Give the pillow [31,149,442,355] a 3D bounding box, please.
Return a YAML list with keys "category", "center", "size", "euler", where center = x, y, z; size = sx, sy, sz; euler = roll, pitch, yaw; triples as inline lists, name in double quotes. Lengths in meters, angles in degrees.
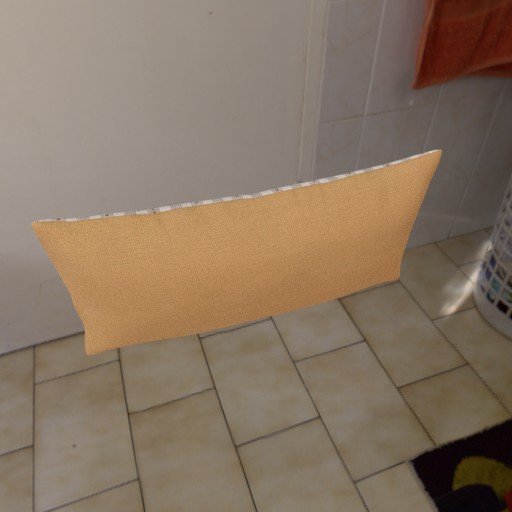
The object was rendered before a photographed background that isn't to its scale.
- category: "pillow"
  center: [0.000, 0.000, 0.728]
  size: [0.608, 0.291, 0.151]
  euler: [-12, 44, -13]
